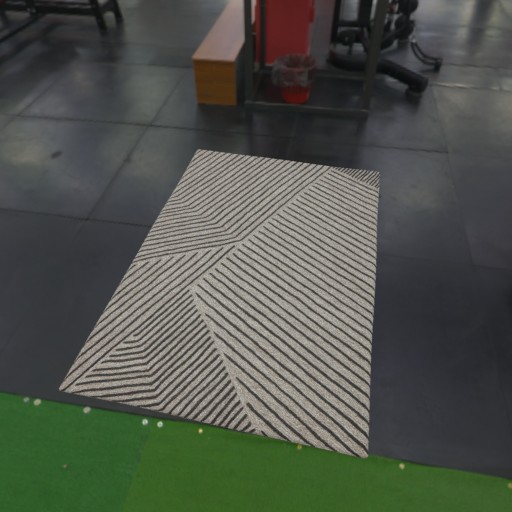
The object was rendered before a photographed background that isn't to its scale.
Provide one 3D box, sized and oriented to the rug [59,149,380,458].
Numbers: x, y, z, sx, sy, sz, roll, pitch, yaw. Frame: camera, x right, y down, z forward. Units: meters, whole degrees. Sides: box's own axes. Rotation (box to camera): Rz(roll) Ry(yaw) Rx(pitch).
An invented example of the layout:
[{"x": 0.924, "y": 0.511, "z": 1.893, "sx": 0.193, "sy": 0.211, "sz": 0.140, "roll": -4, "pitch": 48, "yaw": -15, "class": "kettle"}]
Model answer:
[{"x": 0.000, "y": 0.000, "z": 2.330, "sx": 1.237, "sy": 0.019, "sz": 1.842, "roll": 9, "pitch": 46, "yaw": 9, "class": "rug"}]
